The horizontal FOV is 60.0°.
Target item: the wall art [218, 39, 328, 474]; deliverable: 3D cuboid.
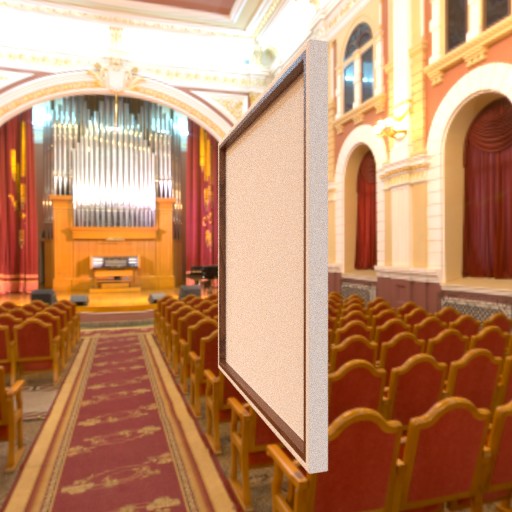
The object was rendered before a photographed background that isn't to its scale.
[{"bbox_3d":[0.000,0.000,1.136,0.037,0.757,0.757,0,0,-17],"label":"wall art"}]
